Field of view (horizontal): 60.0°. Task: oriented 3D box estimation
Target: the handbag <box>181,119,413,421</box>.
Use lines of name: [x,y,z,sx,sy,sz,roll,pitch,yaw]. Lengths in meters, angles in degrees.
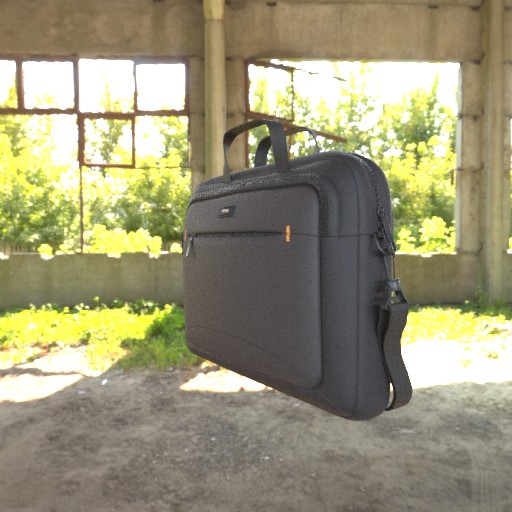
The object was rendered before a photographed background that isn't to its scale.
handbag: [0.000,0.000,0.584,0.126,0.330,0.429,-1,2,-36]
